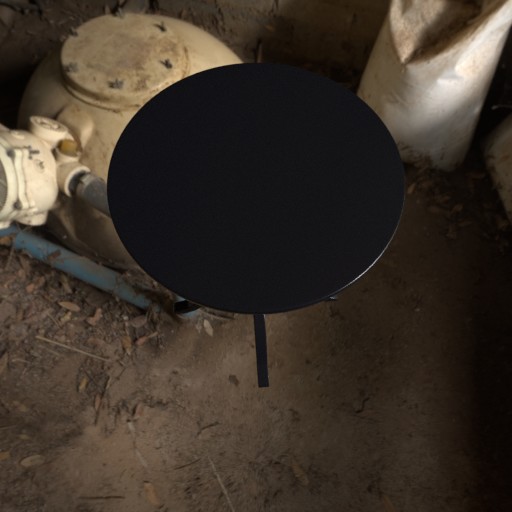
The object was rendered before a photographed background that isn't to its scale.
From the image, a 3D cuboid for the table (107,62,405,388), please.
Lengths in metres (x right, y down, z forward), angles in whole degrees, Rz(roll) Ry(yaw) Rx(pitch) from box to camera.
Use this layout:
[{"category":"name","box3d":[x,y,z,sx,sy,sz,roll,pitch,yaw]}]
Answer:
[{"category":"table","box3d":[0.000,0.000,1.013,0.481,0.665,0.481,0,65,0]}]
